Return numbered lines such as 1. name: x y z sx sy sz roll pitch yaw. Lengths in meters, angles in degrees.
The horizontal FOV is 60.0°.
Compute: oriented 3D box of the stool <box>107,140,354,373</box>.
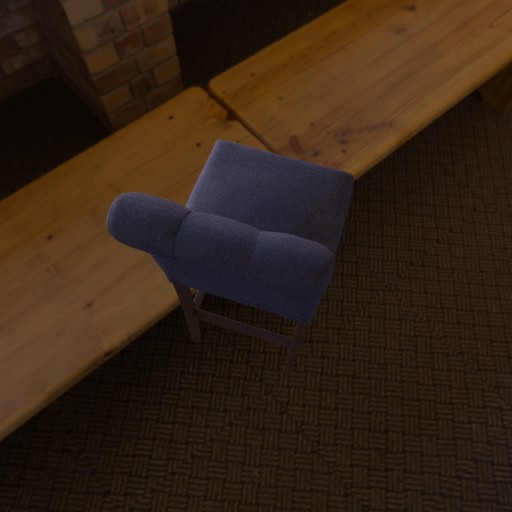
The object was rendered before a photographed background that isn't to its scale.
1. stool: 0.000 0.000 1.465 0.493 1.140 0.601 16 65 8
